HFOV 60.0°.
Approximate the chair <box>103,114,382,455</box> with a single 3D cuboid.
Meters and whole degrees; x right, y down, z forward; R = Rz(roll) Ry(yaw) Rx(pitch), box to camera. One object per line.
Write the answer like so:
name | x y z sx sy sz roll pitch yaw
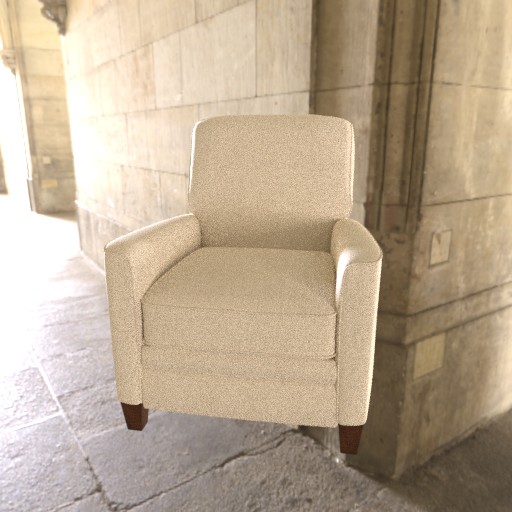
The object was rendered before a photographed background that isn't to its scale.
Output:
chair | 0.000 0.000 1.639 0.841 1.028 0.858 2 15 9
